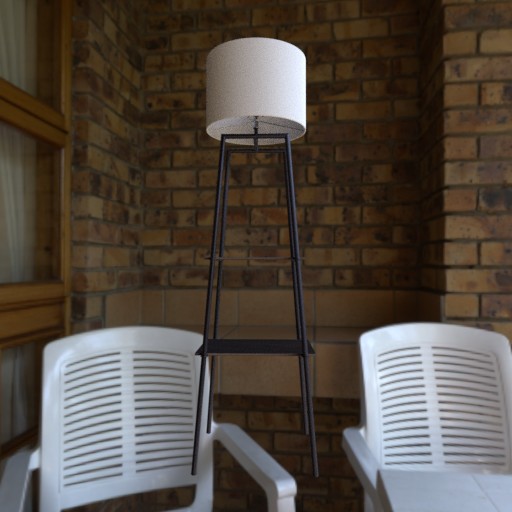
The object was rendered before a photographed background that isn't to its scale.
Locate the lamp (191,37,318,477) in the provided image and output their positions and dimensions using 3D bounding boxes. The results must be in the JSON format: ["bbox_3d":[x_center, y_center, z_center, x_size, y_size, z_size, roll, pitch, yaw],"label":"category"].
[{"bbox_3d":[0.000,0.000,1.675,0.427,1.474,0.384,0,-1,2],"label":"lamp"}]
